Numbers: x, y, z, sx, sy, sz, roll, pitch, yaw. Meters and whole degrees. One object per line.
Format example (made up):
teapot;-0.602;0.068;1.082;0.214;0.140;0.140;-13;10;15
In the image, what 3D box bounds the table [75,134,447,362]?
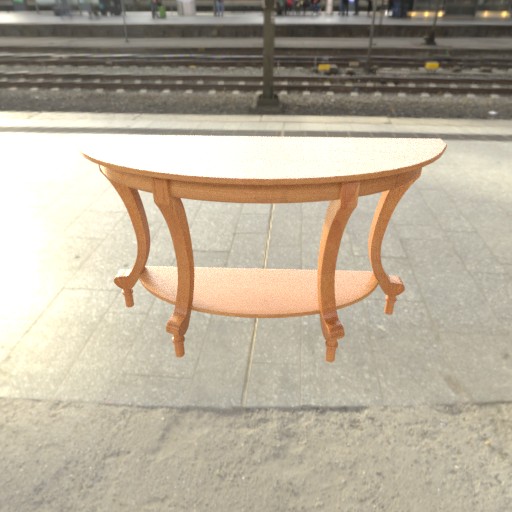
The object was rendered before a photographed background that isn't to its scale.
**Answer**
table;0.000;0.000;1.482;1.198;0.692;0.394;1;31;2
